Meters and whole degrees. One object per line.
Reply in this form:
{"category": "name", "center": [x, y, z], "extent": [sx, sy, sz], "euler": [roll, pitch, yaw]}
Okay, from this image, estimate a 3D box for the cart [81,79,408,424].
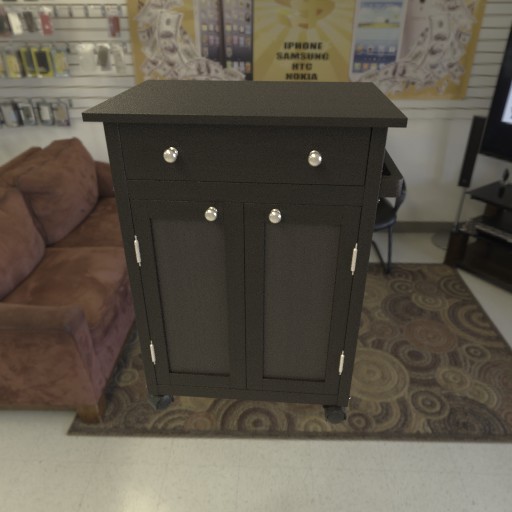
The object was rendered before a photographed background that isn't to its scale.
{"category": "cart", "center": [0.000, 0.000, 1.270], "extent": [0.660, 0.879, 0.456], "euler": [2, 30, 4]}
